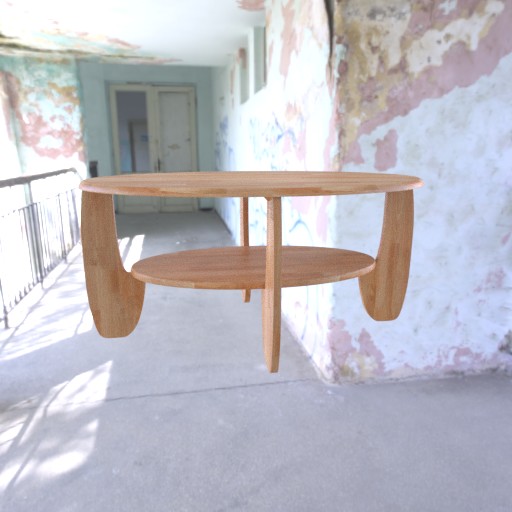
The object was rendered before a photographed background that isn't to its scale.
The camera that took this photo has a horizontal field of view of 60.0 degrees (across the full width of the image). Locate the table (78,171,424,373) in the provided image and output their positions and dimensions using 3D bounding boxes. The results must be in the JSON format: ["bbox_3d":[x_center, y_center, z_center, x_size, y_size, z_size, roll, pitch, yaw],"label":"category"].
[{"bbox_3d":[0.000,0.000,1.403,1.040,0.490,0.690,-2,14,-8],"label":"table"}]
